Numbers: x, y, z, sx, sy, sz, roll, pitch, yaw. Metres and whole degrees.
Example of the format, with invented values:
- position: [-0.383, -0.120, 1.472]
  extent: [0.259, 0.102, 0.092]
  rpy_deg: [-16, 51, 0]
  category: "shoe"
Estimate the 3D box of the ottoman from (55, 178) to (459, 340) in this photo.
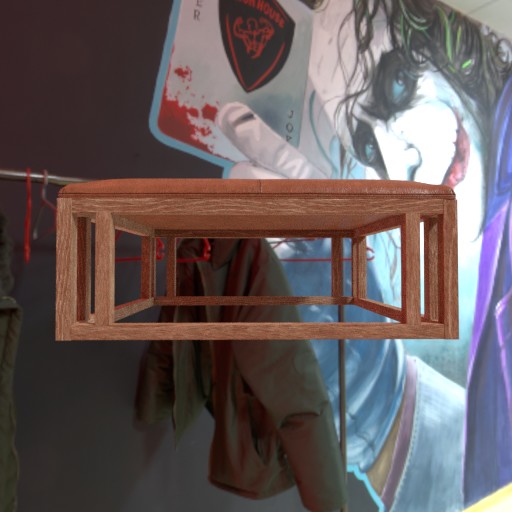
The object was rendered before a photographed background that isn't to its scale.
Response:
- position: [0.000, 0.000, 1.615]
  extent: [1.016, 0.442, 1.013]
  rpy_deg: [0, -1, -1]
  category: "ottoman"
